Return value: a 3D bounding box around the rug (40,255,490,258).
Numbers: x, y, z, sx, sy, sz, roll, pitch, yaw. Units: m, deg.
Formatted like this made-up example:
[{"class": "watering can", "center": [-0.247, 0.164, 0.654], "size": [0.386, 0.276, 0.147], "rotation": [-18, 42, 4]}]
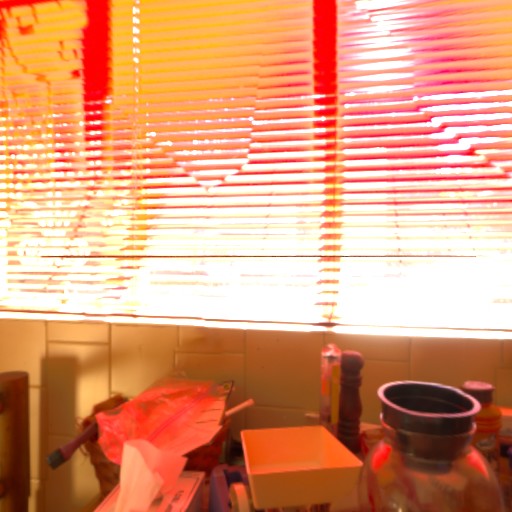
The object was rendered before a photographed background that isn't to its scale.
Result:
[{"class": "rug", "center": [0.000, 0.000, 2.970], "size": [2.428, 0.010, 1.533], "rotation": [0, 0, -18]}]
